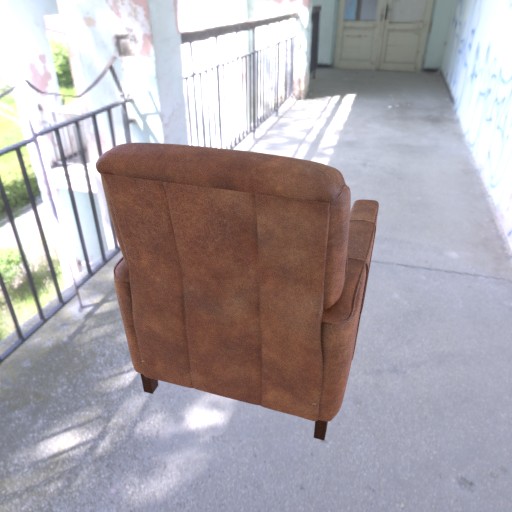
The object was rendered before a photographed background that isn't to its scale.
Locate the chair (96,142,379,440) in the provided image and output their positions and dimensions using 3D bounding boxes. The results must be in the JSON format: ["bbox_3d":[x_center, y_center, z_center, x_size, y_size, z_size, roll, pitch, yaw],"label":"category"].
[{"bbox_3d":[0.000,0.000,1.698,0.843,1.043,0.836,10,33,15],"label":"chair"}]
